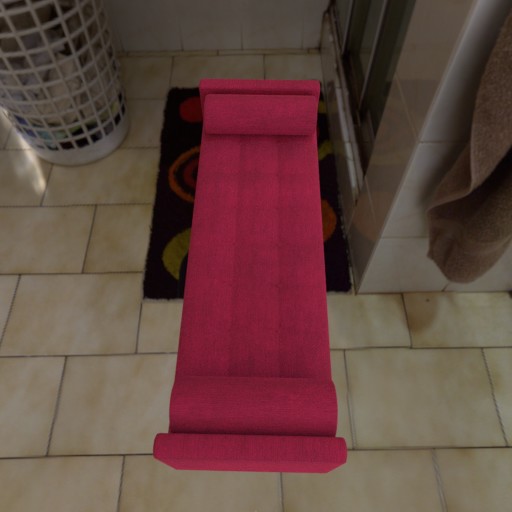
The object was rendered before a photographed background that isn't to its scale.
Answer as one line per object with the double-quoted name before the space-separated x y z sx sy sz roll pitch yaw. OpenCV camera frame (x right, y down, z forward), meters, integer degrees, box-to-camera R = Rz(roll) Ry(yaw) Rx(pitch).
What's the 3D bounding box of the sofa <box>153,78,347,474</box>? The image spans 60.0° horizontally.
"sofa" 0.000 0.000 2.285 0.686 0.635 1.981 1 60 1
